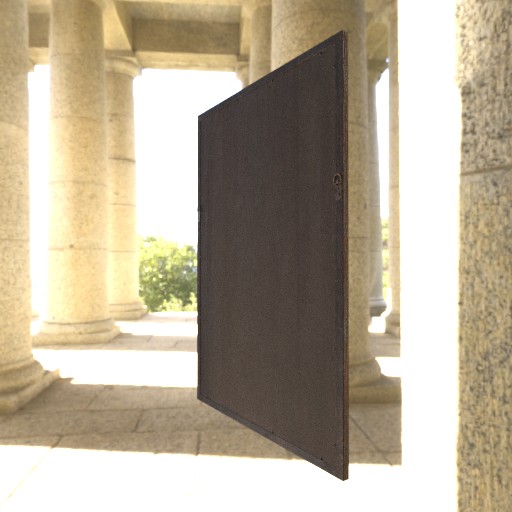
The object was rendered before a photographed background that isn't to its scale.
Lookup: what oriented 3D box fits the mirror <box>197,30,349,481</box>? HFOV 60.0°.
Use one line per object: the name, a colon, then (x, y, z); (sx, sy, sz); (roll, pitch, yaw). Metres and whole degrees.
mirror: (0.000, 0.000, 1.272); (0.025, 0.996, 0.705); (0, -1, -34)
